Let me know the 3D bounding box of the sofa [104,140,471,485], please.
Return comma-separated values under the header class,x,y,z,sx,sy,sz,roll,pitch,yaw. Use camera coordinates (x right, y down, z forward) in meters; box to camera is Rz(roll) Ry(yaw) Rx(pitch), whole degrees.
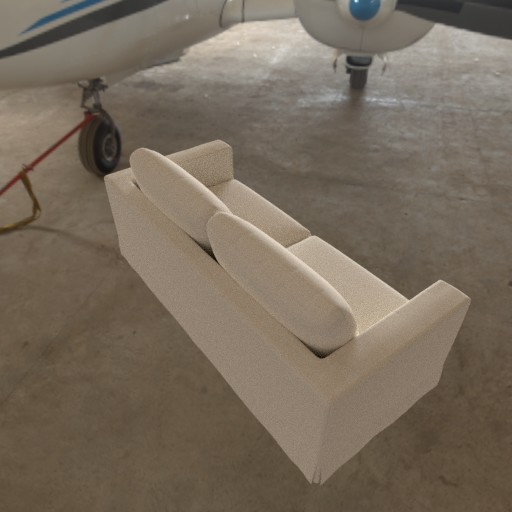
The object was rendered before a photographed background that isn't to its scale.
class,x,y,z,sx,sy,sz,roll,pitch,yaw
sofa,0.000,0.000,2.638,0.954,0.881,2.163,-26,46,-28
